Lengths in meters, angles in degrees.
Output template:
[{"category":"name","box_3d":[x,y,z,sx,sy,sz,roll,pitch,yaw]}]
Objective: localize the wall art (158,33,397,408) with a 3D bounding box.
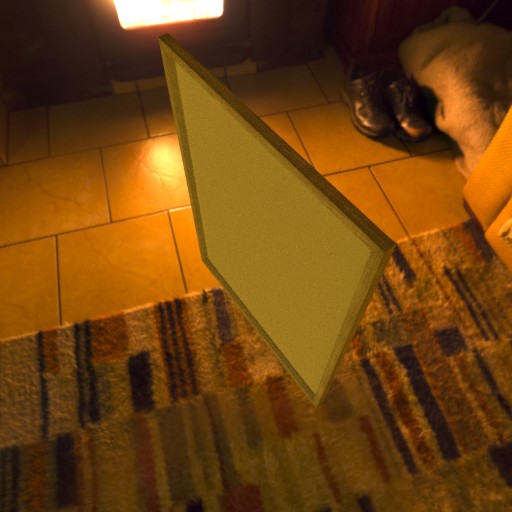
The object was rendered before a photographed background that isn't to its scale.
[{"category":"wall art","box_3d":[0.000,0.000,1.346,0.035,1.022,0.781,-31,62,-19]}]
